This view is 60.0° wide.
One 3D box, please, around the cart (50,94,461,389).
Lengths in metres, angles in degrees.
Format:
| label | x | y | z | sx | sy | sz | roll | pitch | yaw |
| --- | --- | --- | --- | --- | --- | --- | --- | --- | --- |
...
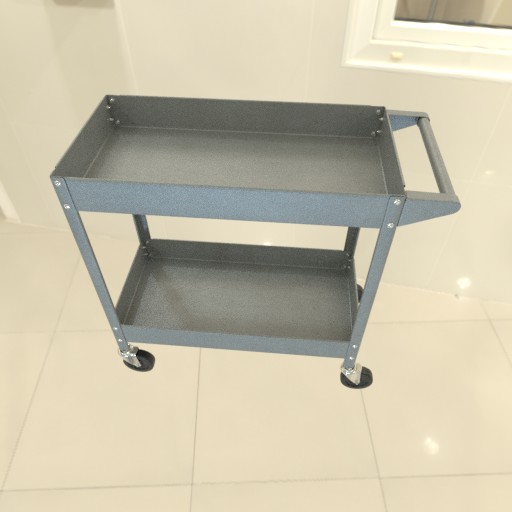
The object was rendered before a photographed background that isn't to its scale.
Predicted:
| label | x | y | z | sx | sy | sz | roll | pitch | yaw |
| --- | --- | --- | --- | --- | --- | --- | --- | --- | --- |
| cart | 0.000 | 0.000 | 1.191 | 0.779 | 0.719 | 0.366 | 4 | 46 | 3 |
